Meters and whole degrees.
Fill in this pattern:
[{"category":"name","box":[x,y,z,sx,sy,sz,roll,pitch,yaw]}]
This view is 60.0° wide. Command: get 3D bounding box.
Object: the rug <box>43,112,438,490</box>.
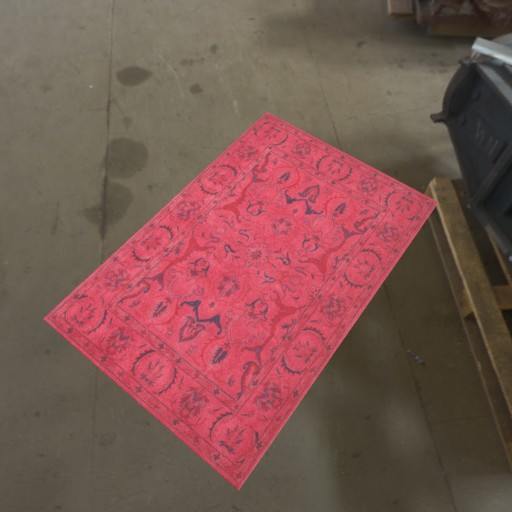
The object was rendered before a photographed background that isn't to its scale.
[{"category":"rug","box":[0.000,0.000,2.322,1.209,0.008,1.814,33,65,18]}]
